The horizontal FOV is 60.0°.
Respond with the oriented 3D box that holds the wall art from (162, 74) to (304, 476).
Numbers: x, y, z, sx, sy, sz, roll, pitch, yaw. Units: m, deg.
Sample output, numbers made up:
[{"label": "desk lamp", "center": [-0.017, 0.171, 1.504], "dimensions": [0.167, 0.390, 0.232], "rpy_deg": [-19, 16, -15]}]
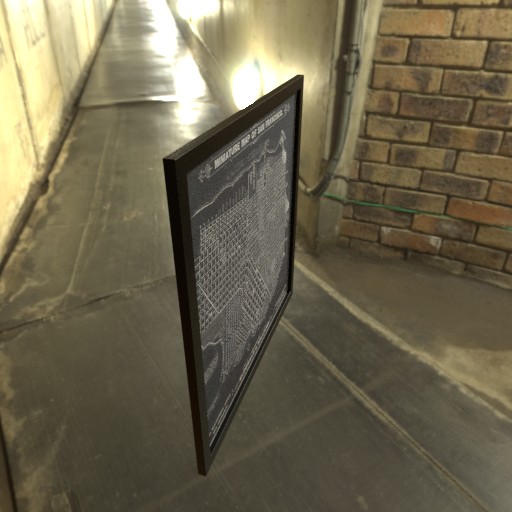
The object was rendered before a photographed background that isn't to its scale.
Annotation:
[{"label": "wall art", "center": [0.000, 0.000, 0.687], "dimensions": [0.012, 0.458, 0.457], "rpy_deg": [10, 33, 16]}]
